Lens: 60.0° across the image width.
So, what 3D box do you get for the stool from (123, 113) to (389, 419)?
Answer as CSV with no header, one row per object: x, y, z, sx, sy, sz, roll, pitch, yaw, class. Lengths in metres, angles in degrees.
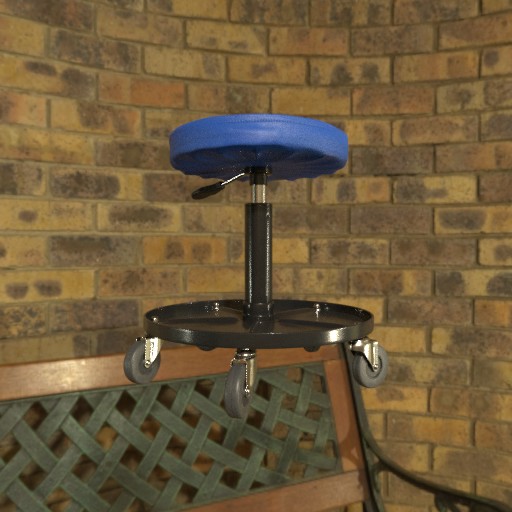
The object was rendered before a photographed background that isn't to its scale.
0.000,0.000,0.695,0.382,0.365,0.381,1,1,37,stool
